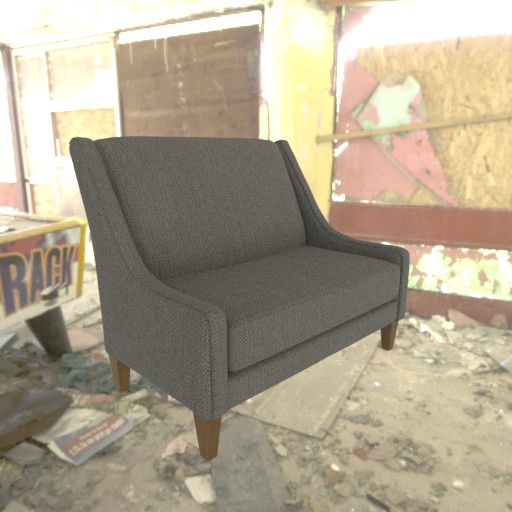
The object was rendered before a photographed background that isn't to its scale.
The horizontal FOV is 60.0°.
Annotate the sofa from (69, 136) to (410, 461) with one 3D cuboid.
[{"bbox_3d":[0.000,0.000,1.951,1.242,1.022,0.873,-13,19,-43],"label":"sofa"}]
